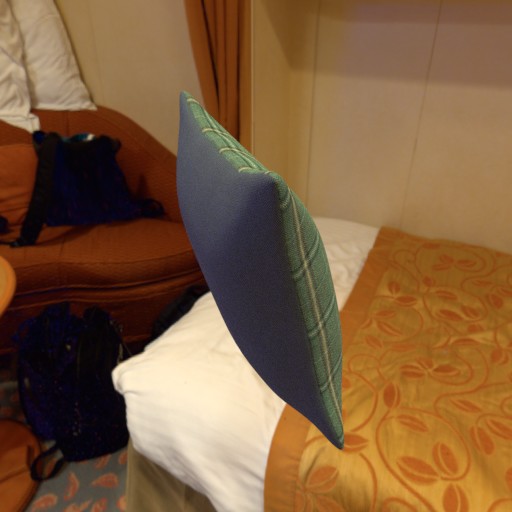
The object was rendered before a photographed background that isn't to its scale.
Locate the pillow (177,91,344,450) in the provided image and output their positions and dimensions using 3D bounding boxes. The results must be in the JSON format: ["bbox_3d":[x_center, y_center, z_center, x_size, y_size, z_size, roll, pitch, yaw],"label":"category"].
[{"bbox_3d":[0.000,0.000,0.697,0.200,0.430,0.453,-9,31,-16],"label":"pillow"}]
